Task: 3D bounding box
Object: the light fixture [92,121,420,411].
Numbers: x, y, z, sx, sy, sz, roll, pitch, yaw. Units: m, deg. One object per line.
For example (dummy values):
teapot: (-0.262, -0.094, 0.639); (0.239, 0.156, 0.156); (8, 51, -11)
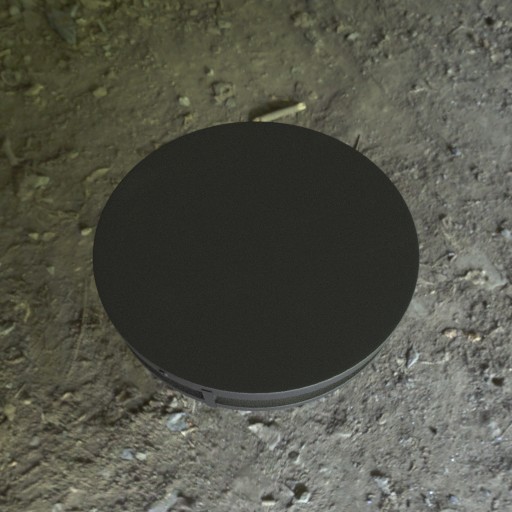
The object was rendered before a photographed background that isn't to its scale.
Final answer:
light fixture: (0.000, 0.000, 0.530); (0.356, 0.102, 0.356); (0, 58, 0)
